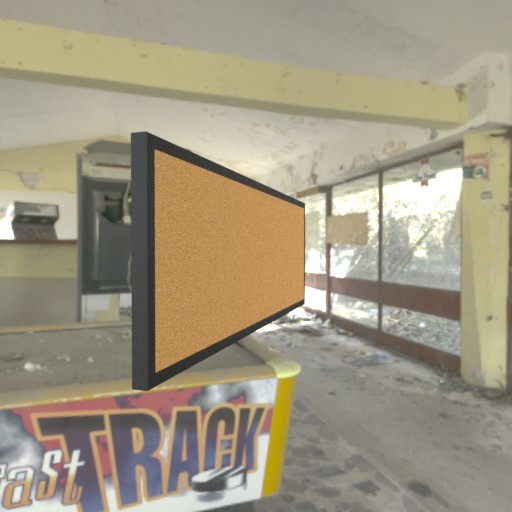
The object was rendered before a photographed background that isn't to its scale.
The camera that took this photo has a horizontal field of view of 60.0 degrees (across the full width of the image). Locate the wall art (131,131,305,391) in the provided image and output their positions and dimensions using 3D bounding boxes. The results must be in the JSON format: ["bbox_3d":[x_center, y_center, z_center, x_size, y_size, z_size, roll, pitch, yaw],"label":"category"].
[{"bbox_3d":[0.000,0.000,1.696,0.041,0.554,1.572,0,1,19],"label":"wall art"}]
